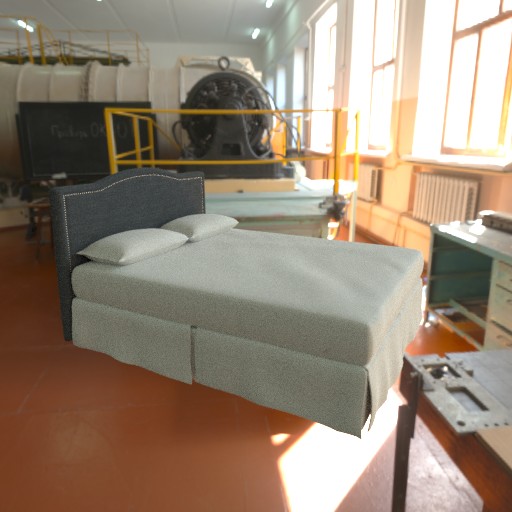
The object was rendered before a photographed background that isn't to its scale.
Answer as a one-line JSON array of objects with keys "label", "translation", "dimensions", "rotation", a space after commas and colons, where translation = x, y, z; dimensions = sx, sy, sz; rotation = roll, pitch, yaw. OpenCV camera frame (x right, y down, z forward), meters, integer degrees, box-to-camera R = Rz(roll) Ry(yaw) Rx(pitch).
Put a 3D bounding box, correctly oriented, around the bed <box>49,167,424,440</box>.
[{"label": "bed", "translation": [0.000, 0.000, 3.939], "dimensions": [2.689, 1.457, 2.161], "rotation": [8, 17, 27]}]
